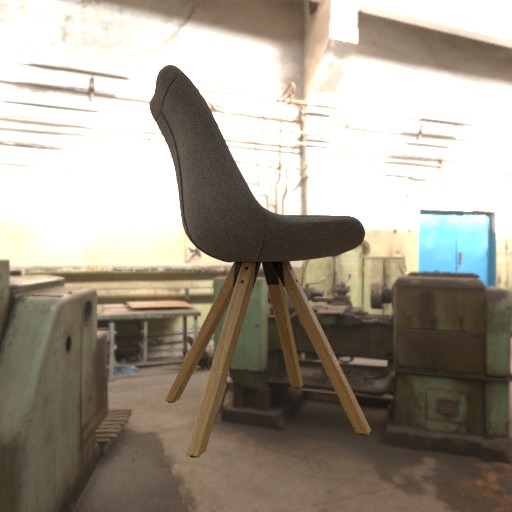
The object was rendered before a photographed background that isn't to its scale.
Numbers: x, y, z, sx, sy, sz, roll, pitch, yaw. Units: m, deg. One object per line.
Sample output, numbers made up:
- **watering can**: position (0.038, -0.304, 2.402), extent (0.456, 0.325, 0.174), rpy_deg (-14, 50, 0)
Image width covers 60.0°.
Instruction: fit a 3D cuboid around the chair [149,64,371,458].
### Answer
- **chair**: position (0.000, 0.000, 1.203), extent (0.550, 0.865, 0.483), rpy_deg (0, 0, -18)
